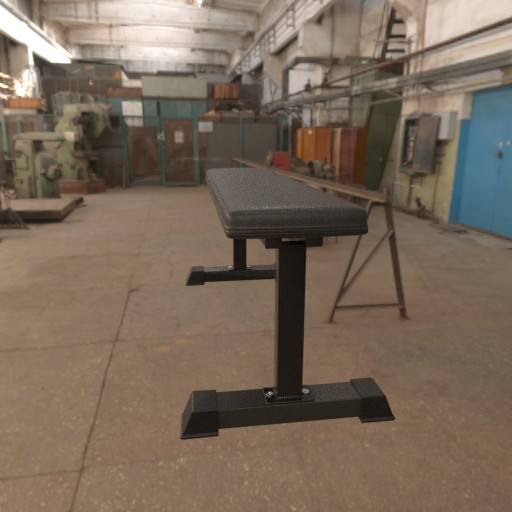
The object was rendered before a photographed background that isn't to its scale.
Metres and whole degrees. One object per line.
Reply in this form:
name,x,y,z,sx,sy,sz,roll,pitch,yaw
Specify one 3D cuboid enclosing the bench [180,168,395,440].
bench,0.000,0.000,1.312,0.439,0.453,1.072,-2,15,-8
